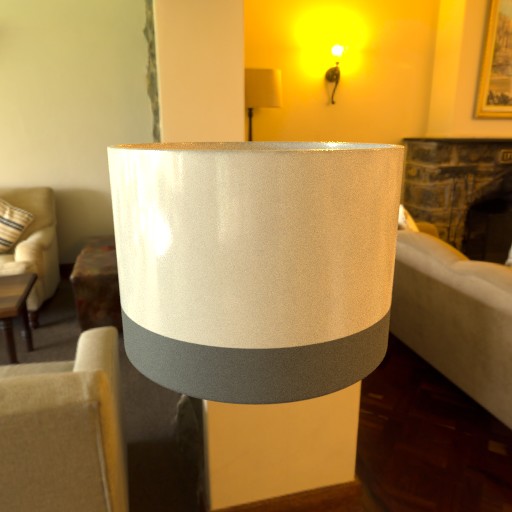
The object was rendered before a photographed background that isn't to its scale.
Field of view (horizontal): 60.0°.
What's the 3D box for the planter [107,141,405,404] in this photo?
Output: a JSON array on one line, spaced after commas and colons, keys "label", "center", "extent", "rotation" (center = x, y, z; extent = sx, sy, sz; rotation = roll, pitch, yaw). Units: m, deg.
[{"label": "planter", "center": [0.000, 0.000, 0.215], "extent": [0.128, 0.105, 0.128], "rotation": [0, 16, 0]}]
